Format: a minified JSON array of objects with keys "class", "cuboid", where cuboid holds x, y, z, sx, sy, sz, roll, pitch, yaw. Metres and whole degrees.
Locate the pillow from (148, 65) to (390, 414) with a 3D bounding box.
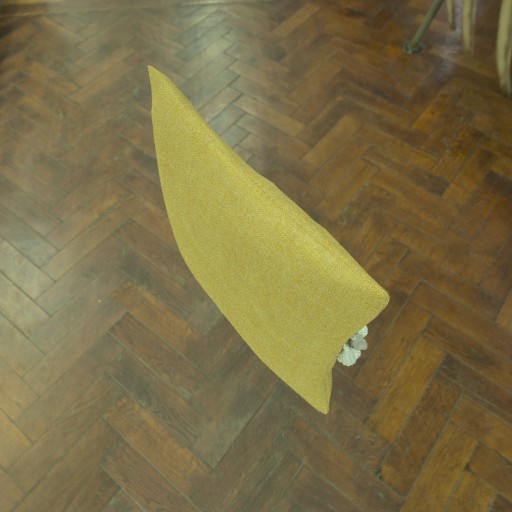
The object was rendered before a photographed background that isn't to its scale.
[{"class":"pillow","cuboid":[0.000,0.000,0.739,0.167,0.481,0.485,-33,64,-19]}]
